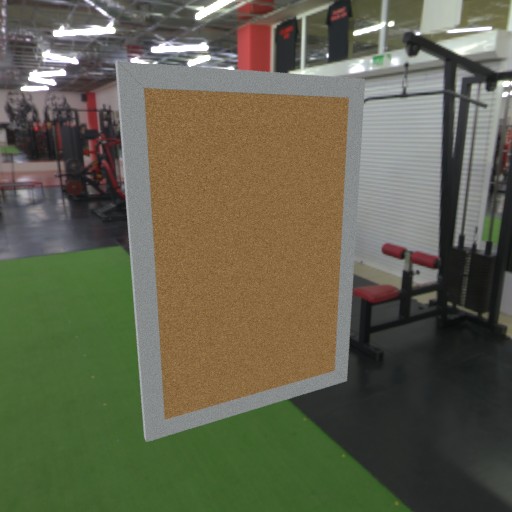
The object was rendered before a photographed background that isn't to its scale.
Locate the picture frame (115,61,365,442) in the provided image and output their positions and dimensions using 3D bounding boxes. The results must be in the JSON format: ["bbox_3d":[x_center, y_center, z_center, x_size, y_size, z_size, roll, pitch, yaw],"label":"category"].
[{"bbox_3d":[0.000,0.000,0.593,0.326,0.459,0.011,-8,17,-26],"label":"picture frame"}]
